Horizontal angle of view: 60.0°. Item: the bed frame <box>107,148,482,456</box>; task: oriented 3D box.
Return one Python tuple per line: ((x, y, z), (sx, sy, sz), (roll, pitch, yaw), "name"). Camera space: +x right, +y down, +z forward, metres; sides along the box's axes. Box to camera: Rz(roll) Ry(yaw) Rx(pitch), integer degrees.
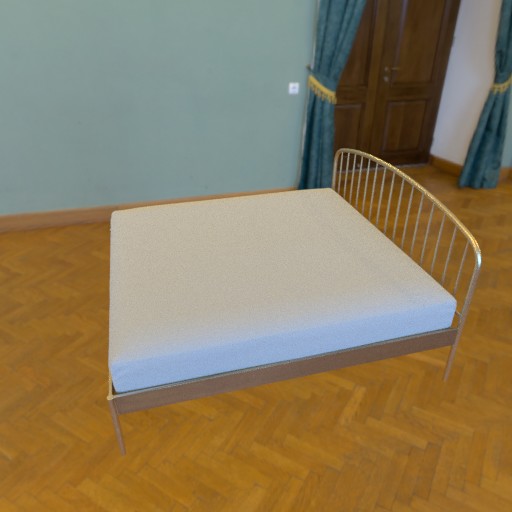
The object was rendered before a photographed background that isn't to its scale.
((0.000, 0.000, 3.304), (2.152, 1.174, 2.016), (-8, 31, -13), "bed frame")
